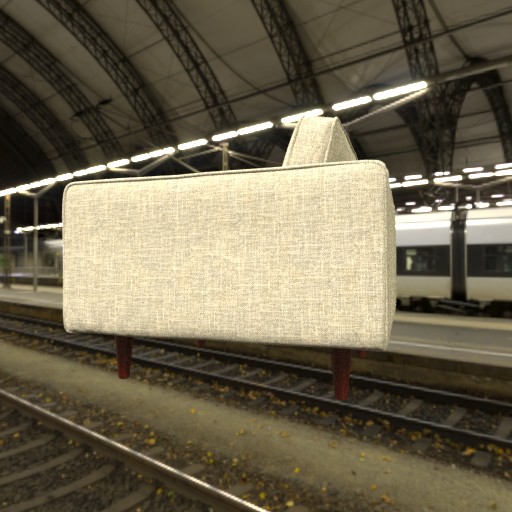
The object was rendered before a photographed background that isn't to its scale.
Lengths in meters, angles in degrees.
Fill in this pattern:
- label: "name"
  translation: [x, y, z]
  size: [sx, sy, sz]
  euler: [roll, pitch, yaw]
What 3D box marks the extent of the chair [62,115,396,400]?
- label: "chair"
  translation: [0.000, 0.000, 1.538]
  size: [0.914, 0.765, 0.889]
  euler: [0, -1, 19]
